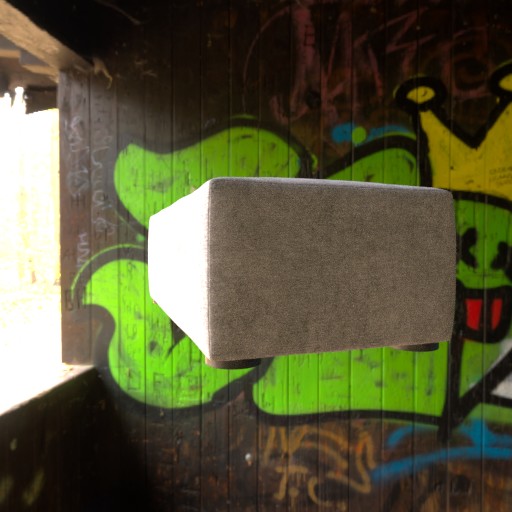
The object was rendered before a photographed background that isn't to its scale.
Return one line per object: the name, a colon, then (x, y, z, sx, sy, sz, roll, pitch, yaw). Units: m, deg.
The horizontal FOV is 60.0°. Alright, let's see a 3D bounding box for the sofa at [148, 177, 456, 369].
sofa: (0.000, 0.000, 1.168, 0.480, 0.330, 0.930, 0, 1, -19)
